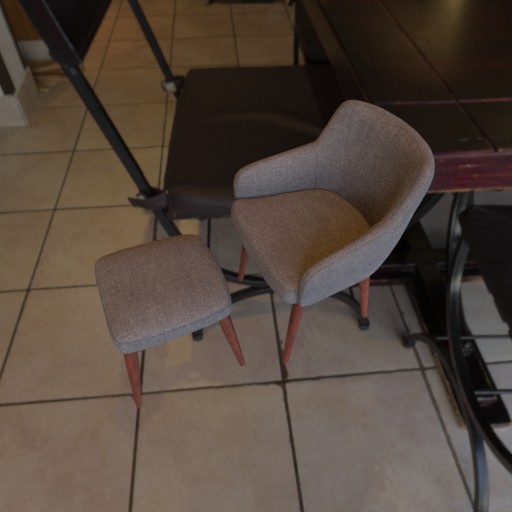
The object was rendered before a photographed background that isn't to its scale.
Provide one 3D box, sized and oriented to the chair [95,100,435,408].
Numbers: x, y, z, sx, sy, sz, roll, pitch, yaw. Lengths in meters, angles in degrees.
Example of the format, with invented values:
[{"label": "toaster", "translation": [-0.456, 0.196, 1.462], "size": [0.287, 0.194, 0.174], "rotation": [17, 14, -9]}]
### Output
[{"label": "chair", "translation": [0.000, 0.000, 1.585], "size": [1.107, 0.799, 0.584], "rotation": [-18, 50, -16]}]
